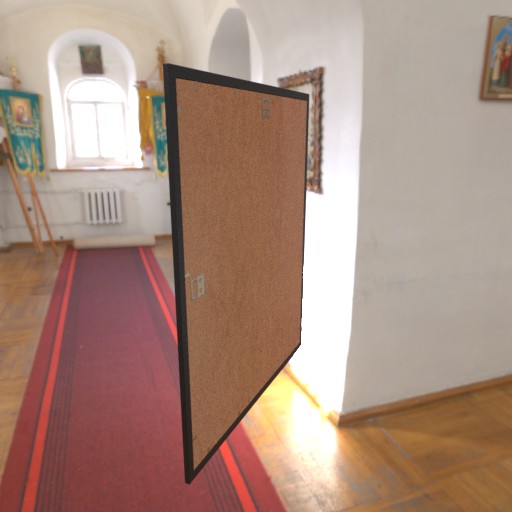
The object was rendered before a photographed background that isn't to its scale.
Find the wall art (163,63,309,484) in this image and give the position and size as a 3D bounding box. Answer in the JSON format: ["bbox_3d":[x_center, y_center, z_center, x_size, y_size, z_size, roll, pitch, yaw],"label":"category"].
[{"bbox_3d":[0.000,0.000,0.906,0.018,0.660,0.559,7,17,24],"label":"wall art"}]
